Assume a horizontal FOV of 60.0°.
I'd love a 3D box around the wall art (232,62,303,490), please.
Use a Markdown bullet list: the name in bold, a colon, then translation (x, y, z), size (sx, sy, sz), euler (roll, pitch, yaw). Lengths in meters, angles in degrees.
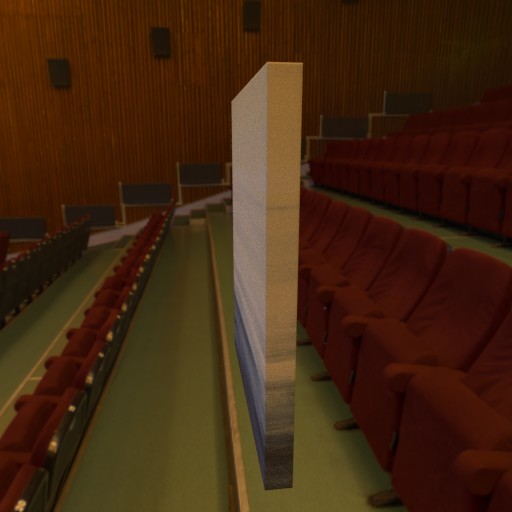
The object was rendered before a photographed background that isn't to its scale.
- **wall art**: translation (0.000, 0.000, 0.717), size (0.037, 0.511, 0.435), euler (-2, 14, -8)
